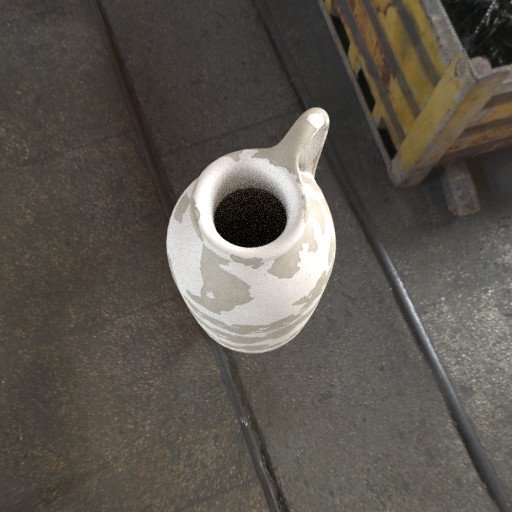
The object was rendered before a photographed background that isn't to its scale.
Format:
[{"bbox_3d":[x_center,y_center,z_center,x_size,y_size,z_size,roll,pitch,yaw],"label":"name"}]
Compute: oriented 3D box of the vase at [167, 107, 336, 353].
[{"bbox_3d":[0.000,0.000,0.507,0.186,0.382,0.203,35,77,9],"label":"vase"}]
